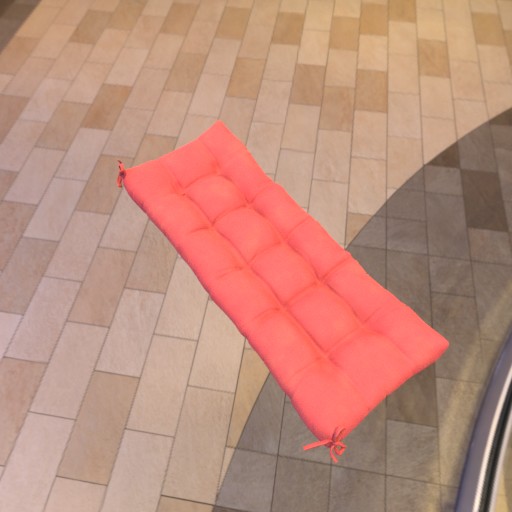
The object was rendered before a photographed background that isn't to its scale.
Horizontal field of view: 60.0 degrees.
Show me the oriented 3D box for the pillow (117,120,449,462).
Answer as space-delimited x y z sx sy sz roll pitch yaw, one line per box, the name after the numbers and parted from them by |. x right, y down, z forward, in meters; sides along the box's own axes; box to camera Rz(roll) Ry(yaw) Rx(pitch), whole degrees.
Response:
0.000 0.000 1.402 0.511 0.174 1.194 -33 64 -18 | pillow
